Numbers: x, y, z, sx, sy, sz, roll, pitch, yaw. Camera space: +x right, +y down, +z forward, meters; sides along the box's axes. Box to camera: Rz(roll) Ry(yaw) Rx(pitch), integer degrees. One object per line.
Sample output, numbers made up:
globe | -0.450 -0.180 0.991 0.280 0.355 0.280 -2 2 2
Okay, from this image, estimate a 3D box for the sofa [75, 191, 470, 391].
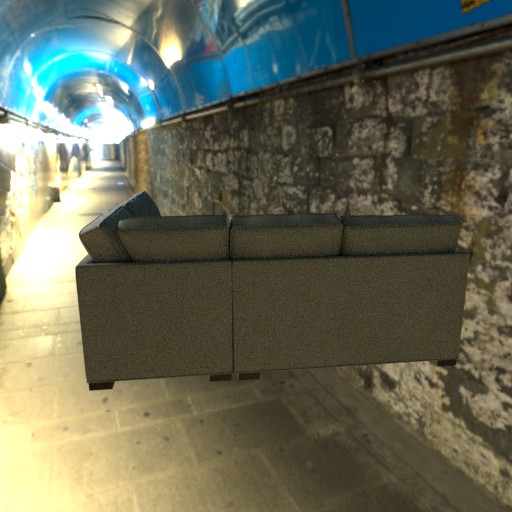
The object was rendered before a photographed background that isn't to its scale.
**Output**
sofa | 0.000 0.000 3.491 2.188 0.936 2.211 -2 14 -8
